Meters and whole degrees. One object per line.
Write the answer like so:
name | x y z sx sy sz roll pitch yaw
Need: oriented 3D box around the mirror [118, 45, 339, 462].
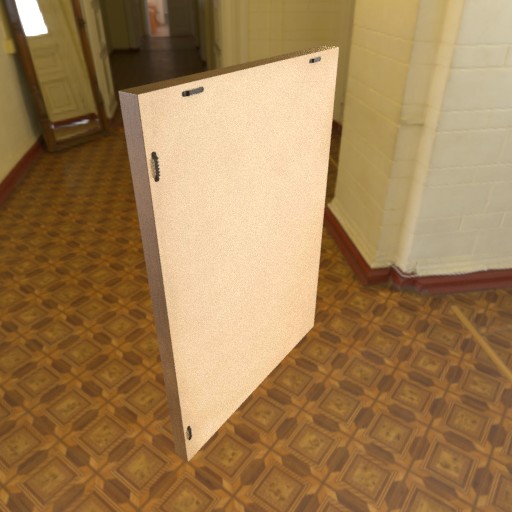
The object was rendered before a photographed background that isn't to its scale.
mirror | 0.000 0.000 0.882 0.039 0.711 0.508 21 38 30
